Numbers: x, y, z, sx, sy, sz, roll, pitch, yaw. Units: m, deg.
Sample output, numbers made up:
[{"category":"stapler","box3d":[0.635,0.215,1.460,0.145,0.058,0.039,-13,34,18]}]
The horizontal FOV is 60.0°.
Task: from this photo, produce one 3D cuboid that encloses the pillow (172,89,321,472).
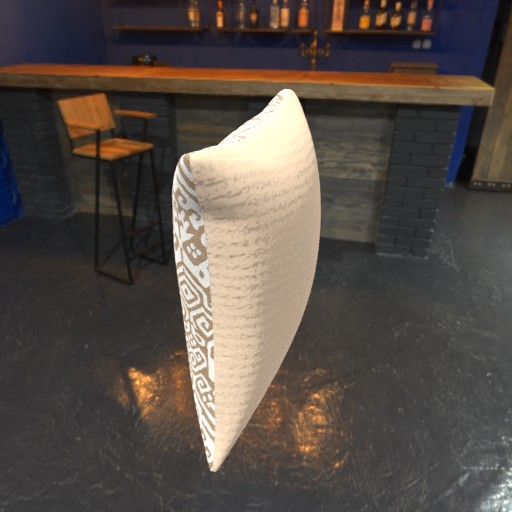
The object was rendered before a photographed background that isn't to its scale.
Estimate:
[{"category":"pillow","box3d":[0.000,0.000,0.643,0.173,0.407,0.419,7,29,14]}]
